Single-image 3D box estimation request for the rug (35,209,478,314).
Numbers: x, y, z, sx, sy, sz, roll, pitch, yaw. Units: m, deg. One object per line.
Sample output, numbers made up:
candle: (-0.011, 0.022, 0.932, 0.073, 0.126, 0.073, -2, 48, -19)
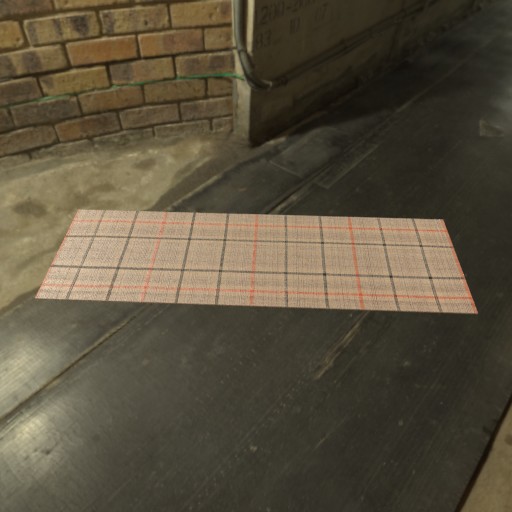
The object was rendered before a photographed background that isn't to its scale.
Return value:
rug: (0.000, 0.000, 2.699, 2.439, 0.008, 0.762, 2, 46, 2)
